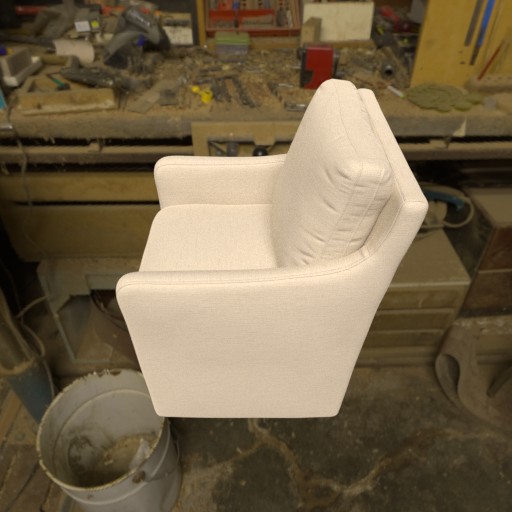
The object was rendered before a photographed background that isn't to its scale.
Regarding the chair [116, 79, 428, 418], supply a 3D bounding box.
[{"bbox_3d":[0.000,0.000,1.356,0.694,0.914,0.626,0,42,0],"label":"chair"}]
